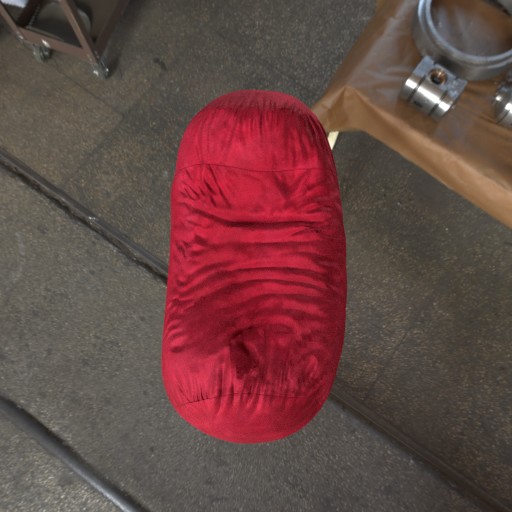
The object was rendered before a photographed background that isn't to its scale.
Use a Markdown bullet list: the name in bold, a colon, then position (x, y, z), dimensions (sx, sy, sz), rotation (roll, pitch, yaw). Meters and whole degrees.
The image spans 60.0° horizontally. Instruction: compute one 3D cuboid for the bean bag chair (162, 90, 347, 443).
- **bean bag chair**: position (0.000, 0.000, 2.907), dimensions (1.216, 0.867, 2.293), rotation (2, 76, 0)
